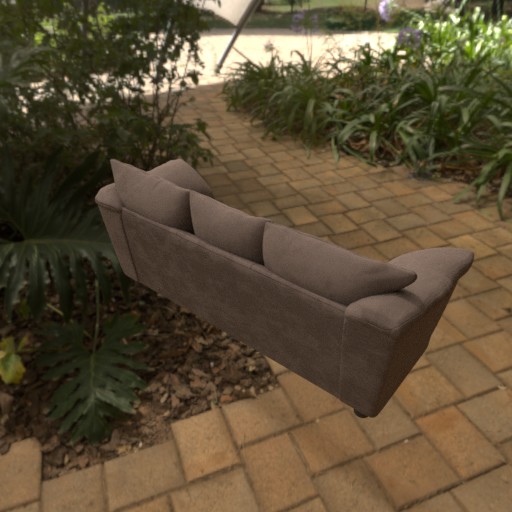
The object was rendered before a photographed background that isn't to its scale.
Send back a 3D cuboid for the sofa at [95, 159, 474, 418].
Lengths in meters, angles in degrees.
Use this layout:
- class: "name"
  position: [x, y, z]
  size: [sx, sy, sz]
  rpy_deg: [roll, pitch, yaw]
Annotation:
- class: "sofa"
  position: [0.000, 0.000, 2.873]
  size: [2.377, 0.981, 0.893]
  rpy_deg: [23, 38, 33]
